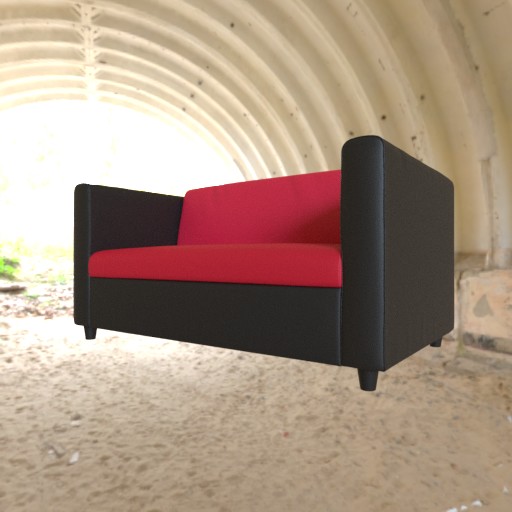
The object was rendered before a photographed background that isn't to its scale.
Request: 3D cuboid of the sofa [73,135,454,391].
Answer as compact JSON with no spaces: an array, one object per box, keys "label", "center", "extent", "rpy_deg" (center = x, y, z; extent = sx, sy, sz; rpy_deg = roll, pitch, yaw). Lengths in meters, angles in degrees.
[{"label":"sofa","center":[0.000,0.000,1.886],"extent":[1.410,0.735,0.845],"rpy_deg":[0,0,36]}]
